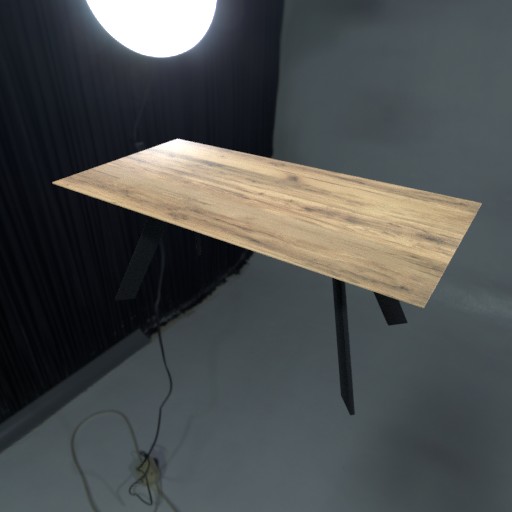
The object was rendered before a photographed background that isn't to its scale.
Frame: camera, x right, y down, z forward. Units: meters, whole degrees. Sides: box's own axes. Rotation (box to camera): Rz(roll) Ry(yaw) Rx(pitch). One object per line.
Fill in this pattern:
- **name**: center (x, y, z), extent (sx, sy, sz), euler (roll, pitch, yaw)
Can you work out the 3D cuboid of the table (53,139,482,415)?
- **table**: center (0.000, 0.000, 2.493), extent (2.000, 0.770, 1.000), euler (19, 36, 28)
